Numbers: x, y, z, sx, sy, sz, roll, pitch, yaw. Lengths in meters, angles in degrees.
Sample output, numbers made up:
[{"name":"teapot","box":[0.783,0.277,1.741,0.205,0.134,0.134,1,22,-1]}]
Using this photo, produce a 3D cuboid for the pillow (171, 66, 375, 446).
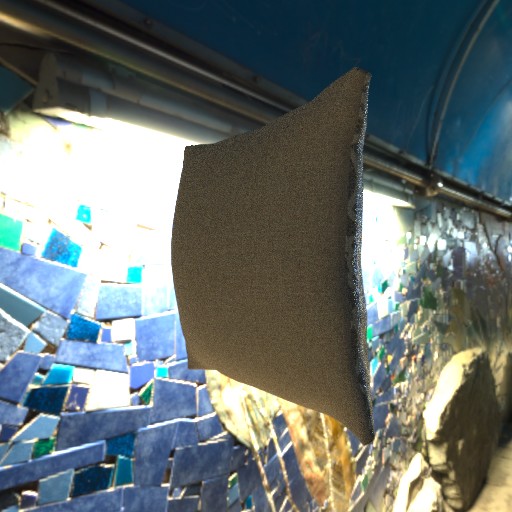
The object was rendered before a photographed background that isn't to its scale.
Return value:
[{"name":"pillow","box":[0.000,0.000,0.782,0.215,0.498,0.508,1,-1,-36]}]
